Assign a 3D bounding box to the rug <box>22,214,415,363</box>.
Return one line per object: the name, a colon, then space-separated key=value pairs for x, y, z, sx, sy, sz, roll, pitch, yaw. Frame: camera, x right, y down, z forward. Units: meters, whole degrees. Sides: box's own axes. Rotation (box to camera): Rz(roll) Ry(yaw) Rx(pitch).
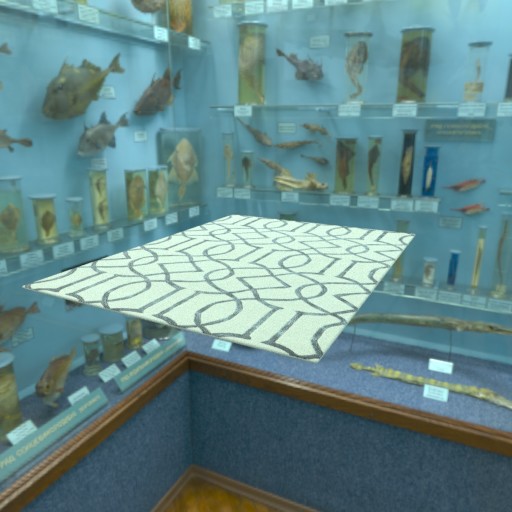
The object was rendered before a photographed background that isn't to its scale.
rug: x=0.000 y=0.000 z=3.864 sx=2.211 sy=0.021 sz=2.910 roll=9 pitch=19 yaw=27
